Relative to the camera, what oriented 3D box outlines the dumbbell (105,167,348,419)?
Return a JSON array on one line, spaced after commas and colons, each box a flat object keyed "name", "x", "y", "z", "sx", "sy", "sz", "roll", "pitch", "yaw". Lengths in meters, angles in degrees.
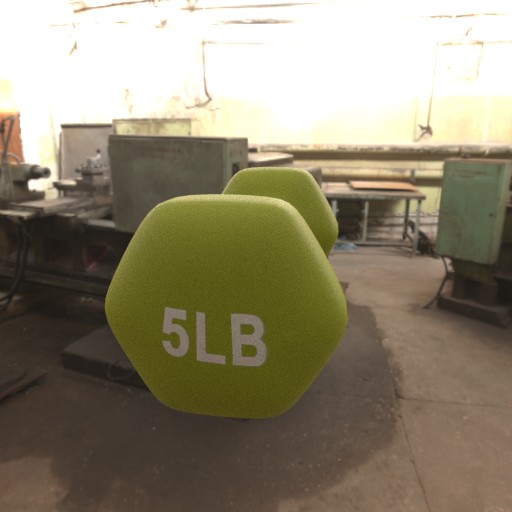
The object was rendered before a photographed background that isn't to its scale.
[{"name": "dumbbell", "x": 0.000, "y": 0.000, "z": 0.206, "sx": 0.080, "sy": 0.072, "sz": 0.164, "roll": 3, "pitch": 15, "yaw": 9}]
